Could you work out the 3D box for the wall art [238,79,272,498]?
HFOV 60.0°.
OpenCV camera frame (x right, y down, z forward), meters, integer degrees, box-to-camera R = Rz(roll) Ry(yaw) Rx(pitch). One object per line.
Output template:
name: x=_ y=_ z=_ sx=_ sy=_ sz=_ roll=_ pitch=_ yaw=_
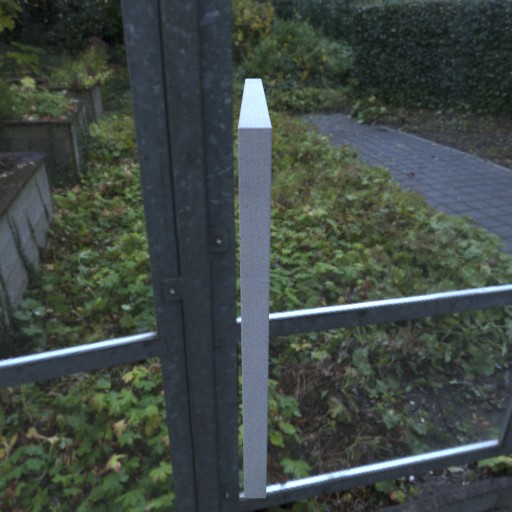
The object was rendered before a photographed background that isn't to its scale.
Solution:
wall art: x=0.000 y=0.000 z=0.877 sx=0.044 sy=0.605 sz=0.605 roll=0 pitch=26 yaw=0
